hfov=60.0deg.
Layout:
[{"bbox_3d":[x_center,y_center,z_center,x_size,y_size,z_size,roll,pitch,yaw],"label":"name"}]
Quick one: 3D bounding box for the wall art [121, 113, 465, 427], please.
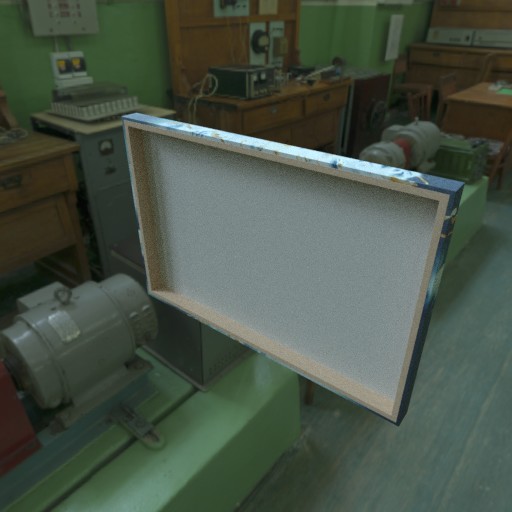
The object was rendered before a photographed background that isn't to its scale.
[{"bbox_3d":[0.000,0.000,0.784,0.607,0.405,0.036,21,36,32],"label":"wall art"}]
